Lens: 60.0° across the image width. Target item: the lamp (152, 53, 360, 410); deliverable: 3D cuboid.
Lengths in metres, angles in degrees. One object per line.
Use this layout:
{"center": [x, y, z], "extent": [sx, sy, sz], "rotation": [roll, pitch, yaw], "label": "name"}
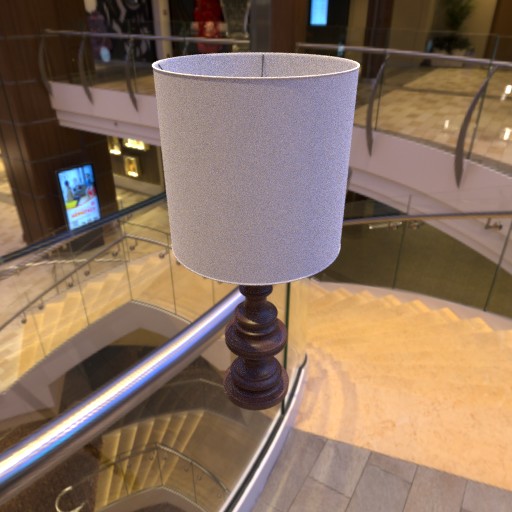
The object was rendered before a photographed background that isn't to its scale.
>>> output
{"center": [0.000, 0.000, 0.567], "extent": [0.208, 0.455, 0.208], "rotation": [-7, 31, -13], "label": "lamp"}
